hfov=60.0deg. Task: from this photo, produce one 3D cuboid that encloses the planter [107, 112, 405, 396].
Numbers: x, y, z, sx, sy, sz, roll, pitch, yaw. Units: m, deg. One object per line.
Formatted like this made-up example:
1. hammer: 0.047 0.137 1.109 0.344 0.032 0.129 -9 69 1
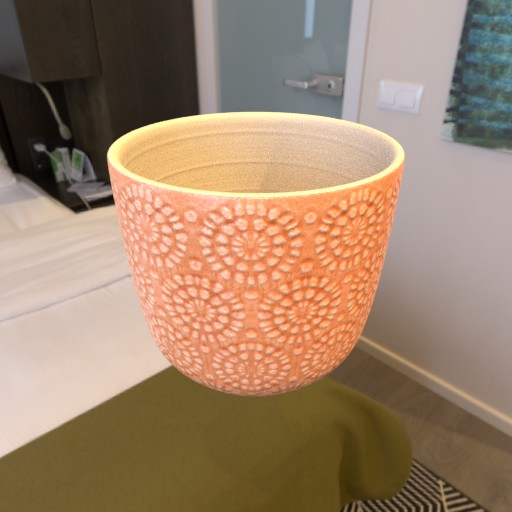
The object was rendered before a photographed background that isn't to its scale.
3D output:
1. planter: 0.000 0.000 0.368 0.208 0.190 0.208 0 30 0
